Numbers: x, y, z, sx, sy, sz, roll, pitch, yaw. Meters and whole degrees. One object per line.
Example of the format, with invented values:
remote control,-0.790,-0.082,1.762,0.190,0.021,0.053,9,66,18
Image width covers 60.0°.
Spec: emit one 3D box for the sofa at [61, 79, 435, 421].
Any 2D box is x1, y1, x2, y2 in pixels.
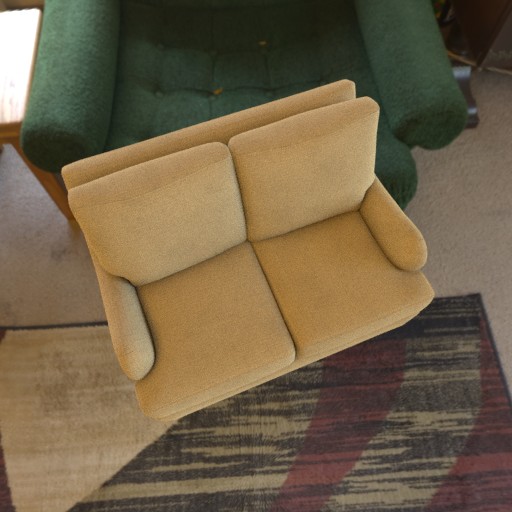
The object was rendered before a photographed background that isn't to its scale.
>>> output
sofa,0.000,0.000,2.192,1.480,0.999,1.087,-20,66,-9
